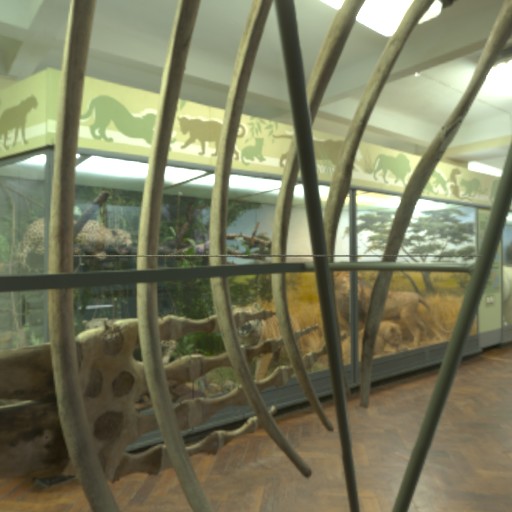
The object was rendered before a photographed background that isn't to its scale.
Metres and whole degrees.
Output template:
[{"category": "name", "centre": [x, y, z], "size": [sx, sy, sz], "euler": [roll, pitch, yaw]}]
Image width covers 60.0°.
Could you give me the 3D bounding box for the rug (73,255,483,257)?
[{"category": "rug", "centre": [0.000, 0.000, 4.139], "size": [2.453, 0.010, 3.037], "euler": [0, 0, -38]}]
